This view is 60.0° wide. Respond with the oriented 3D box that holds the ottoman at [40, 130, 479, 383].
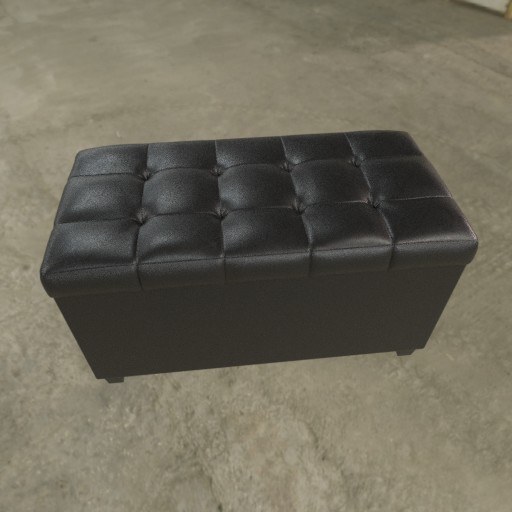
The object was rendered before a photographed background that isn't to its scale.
[{"bbox_3d":[0.000,0.000,1.109,0.838,0.470,0.432,-4,47,-4],"label":"ottoman"}]
